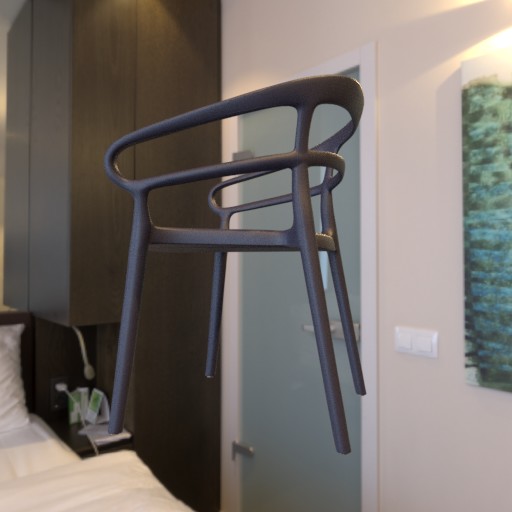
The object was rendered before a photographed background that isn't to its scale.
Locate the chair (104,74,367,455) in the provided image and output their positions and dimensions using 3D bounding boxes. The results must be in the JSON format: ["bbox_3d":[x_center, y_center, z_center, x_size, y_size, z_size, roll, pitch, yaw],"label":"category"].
[{"bbox_3d":[0.000,0.000,1.110,0.527,0.761,0.559,0,-1,18],"label":"chair"}]
